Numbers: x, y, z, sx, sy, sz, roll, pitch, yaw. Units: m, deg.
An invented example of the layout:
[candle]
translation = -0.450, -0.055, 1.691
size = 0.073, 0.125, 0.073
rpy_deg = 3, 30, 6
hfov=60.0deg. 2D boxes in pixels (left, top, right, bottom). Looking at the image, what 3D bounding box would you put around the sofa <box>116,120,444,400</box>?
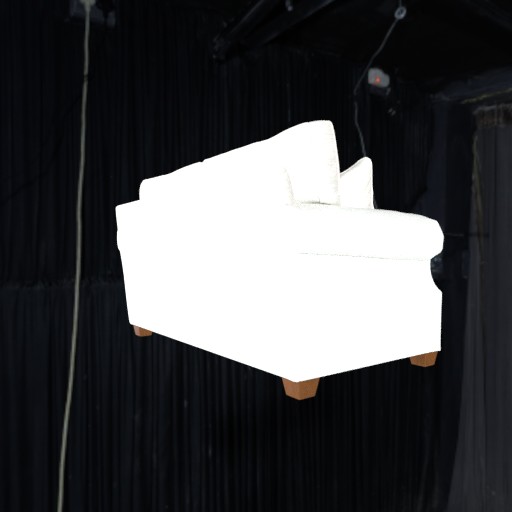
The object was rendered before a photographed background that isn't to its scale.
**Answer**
[sofa]
translation = 0.000, 0.000, 2.313
size = 0.966, 0.966, 1.701
rpy_deg = 0, 0, -36
